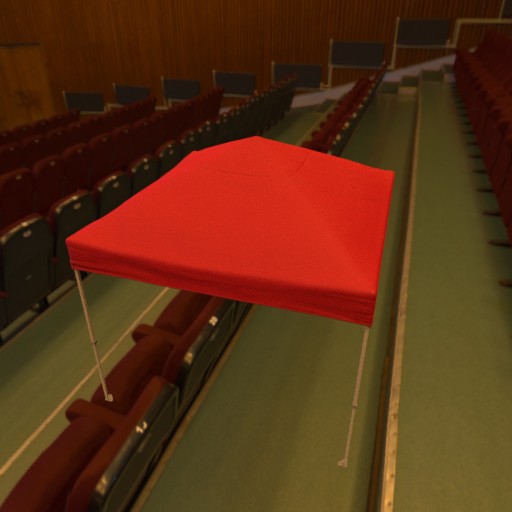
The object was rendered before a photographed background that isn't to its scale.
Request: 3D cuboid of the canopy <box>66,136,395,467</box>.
[{"bbox_3d":[0.000,0.000,5.531,2.998,2.997,2.996,9,32,15],"label":"canopy"}]
